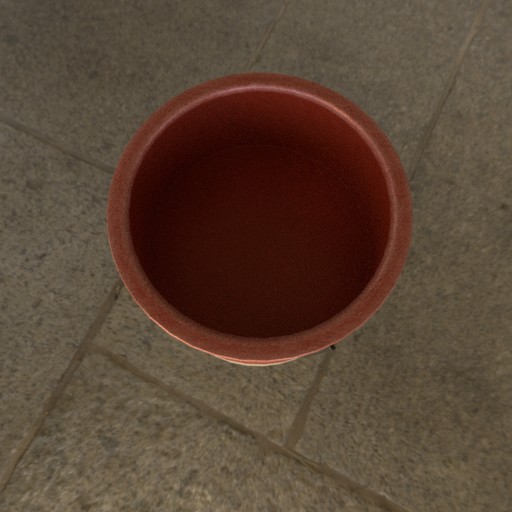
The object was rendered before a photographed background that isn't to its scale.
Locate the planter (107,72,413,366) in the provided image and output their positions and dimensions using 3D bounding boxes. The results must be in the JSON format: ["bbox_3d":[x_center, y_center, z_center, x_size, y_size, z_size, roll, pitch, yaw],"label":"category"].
[{"bbox_3d":[0.000,0.000,0.716,0.354,0.465,0.345,-2,76,-1],"label":"planter"}]
